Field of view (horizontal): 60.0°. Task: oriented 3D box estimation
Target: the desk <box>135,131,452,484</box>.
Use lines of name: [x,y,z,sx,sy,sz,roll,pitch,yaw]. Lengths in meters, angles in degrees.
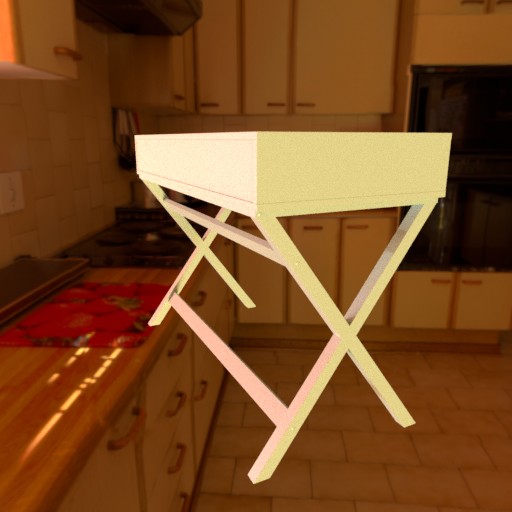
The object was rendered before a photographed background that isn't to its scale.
desk: [0.000,0.000,1.475,0.525,0.780,1.057,-7,16,-26]
